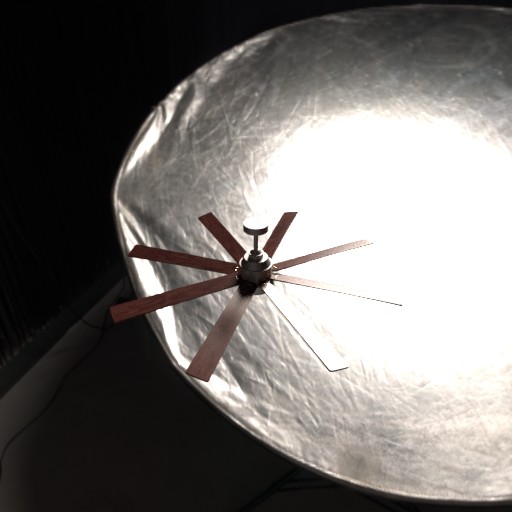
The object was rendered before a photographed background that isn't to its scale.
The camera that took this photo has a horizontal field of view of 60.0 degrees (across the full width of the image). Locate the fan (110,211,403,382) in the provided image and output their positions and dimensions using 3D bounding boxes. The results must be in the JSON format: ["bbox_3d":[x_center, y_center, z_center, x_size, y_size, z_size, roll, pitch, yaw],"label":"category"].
[{"bbox_3d":[0.000,0.000,2.785,1.830,0.472,1.830,10,34,15],"label":"fan"}]
